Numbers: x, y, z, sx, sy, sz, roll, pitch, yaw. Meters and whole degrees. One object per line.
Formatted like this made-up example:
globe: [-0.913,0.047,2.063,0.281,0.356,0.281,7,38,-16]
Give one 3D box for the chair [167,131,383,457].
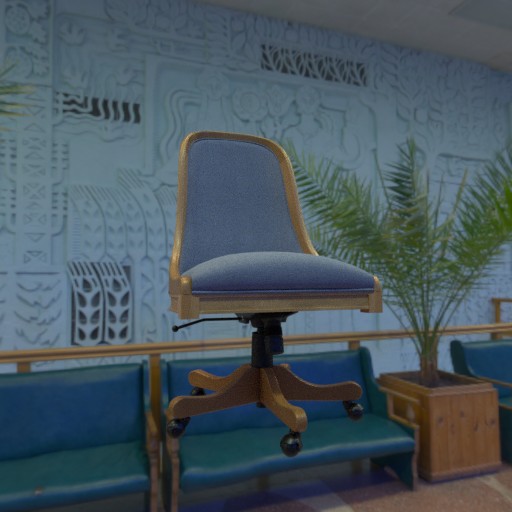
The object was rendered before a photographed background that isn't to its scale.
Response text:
chair: [0.000,0.000,1.459,0.605,1.031,0.735,1,-2,-18]
